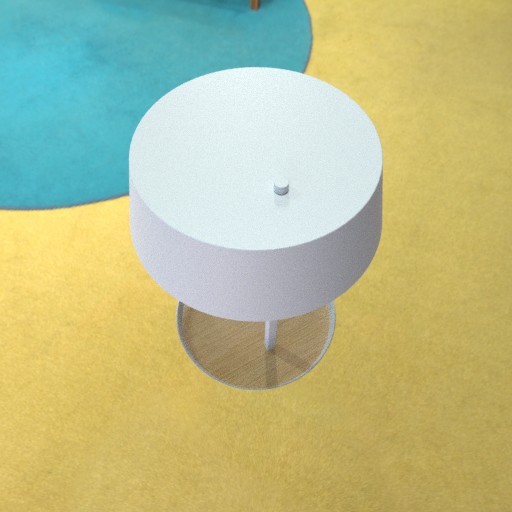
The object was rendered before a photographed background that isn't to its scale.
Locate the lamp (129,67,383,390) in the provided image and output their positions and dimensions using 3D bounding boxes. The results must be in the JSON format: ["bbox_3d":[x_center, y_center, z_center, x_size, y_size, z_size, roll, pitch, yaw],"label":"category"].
[{"bbox_3d":[0.000,0.000,0.609,0.291,0.429,0.291,0,58,0],"label":"lamp"}]
